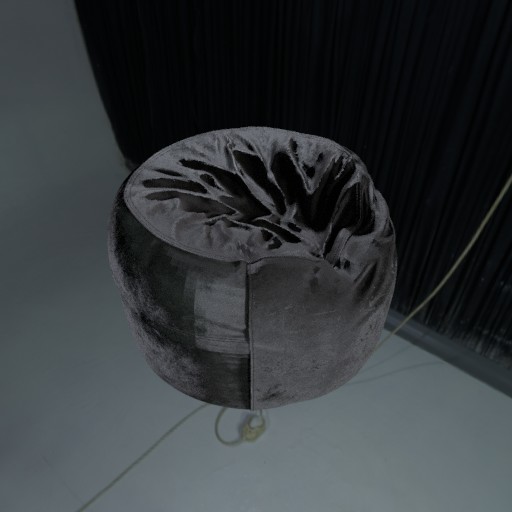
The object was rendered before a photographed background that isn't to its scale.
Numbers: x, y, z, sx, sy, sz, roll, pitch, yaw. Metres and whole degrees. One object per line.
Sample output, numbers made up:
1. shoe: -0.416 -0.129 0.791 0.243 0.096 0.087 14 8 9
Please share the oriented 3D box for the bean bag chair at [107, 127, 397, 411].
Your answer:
1. bean bag chair: 0.000 0.000 1.495 0.918 0.605 0.918 0 40 0
